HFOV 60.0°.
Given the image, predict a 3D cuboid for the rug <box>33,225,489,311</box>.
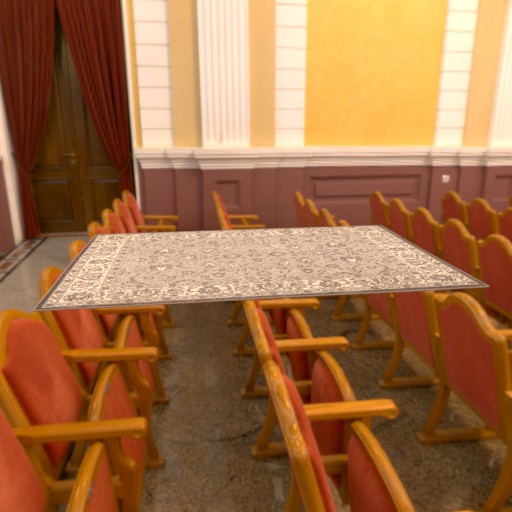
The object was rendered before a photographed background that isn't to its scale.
[{"bbox_3d":[0.000,0.000,3.048,2.438,0.011,1.524,-2,17,-7],"label":"rug"}]
